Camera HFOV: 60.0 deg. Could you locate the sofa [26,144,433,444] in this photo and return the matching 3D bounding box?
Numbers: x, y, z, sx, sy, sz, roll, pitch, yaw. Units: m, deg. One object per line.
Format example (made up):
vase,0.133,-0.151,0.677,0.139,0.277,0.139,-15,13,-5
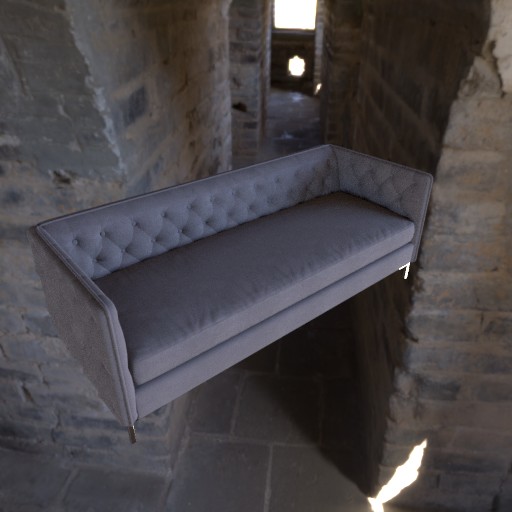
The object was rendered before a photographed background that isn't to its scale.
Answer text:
sofa,0.000,0.000,2.616,2.209,0.771,0.895,-23,38,-33
